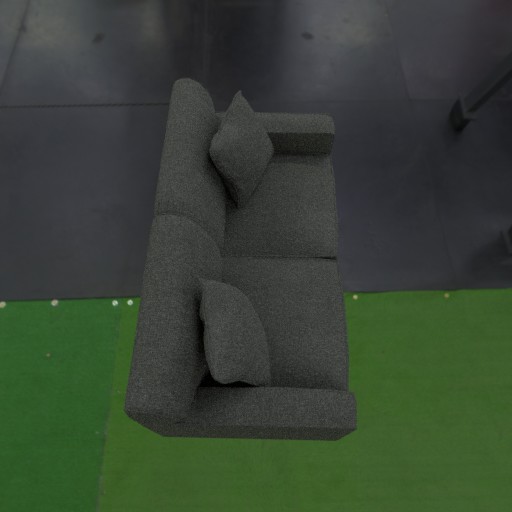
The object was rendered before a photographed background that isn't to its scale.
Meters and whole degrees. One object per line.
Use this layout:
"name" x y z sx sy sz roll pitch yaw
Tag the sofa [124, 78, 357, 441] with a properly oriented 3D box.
"sofa" 0.000 0.000 2.474 0.998 0.958 1.846 1 63 1
